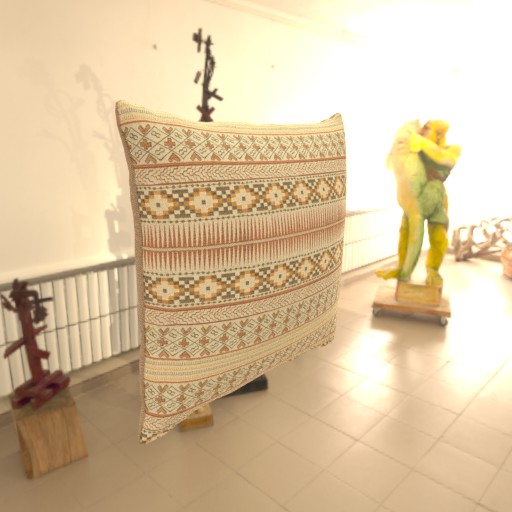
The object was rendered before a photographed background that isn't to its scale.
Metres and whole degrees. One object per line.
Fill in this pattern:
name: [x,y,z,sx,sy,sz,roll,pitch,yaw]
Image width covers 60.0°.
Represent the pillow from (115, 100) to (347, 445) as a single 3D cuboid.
pillow: [0.000,0.000,0.807,0.215,0.519,0.521,14,20,42]
